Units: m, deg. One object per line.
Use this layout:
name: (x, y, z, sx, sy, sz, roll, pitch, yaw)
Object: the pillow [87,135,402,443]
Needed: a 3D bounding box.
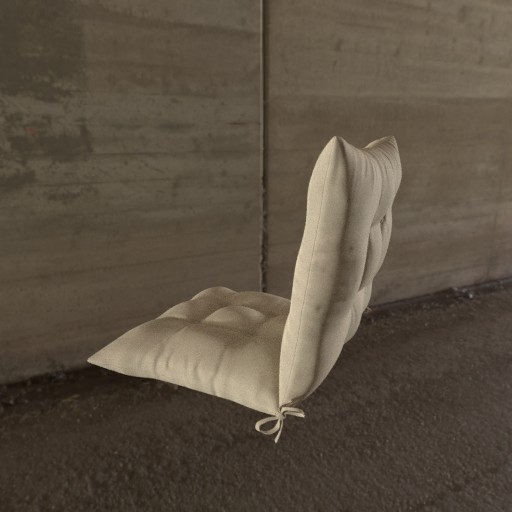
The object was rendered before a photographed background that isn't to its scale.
pillow: (0.000, 0.000, 1.014, 0.585, 0.536, 0.541, 7, 17, 25)
